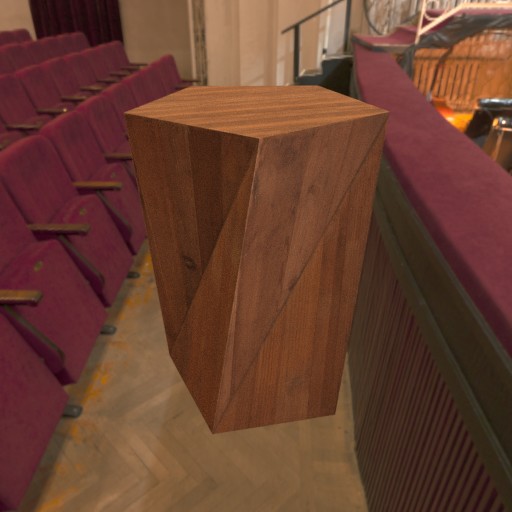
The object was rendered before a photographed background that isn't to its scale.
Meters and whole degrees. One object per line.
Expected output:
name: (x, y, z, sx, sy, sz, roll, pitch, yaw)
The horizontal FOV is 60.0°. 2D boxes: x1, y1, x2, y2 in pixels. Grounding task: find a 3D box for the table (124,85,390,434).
table: (0.000, 0.000, 0.909, 0.425, 0.604, 0.441, 0, 30, 1)
